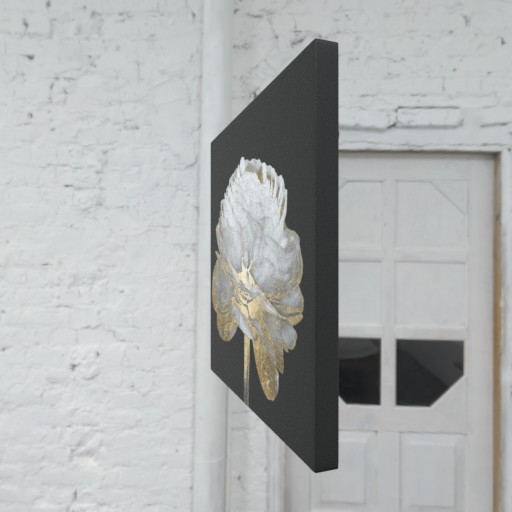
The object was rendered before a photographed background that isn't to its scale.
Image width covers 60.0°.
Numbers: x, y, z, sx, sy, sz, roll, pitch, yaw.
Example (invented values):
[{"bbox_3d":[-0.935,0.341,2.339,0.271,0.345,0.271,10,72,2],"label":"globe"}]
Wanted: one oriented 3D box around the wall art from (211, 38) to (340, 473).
[{"bbox_3d":[0.000,0.000,0.911,0.043,0.611,0.610,0,0,-20],"label":"wall art"}]
